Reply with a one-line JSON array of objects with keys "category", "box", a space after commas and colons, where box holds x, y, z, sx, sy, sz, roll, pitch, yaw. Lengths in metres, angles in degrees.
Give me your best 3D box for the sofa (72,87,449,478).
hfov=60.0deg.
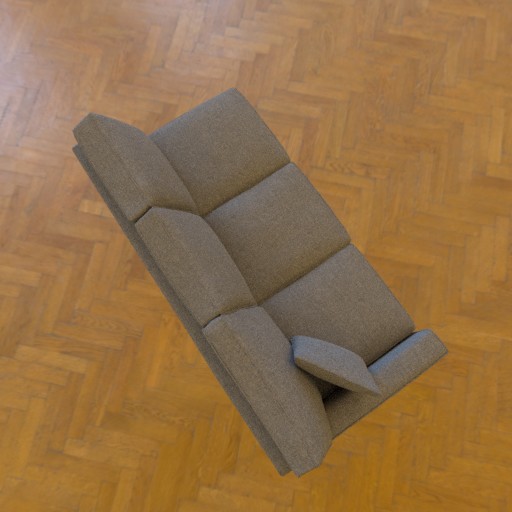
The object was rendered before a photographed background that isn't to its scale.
[{"category": "sofa", "box": [0.000, 0.000, 2.466, 1.034, 0.946, 1.963, -34, 78, -8]}]
